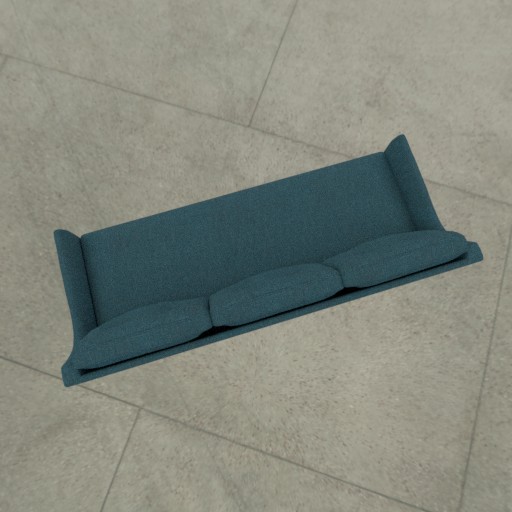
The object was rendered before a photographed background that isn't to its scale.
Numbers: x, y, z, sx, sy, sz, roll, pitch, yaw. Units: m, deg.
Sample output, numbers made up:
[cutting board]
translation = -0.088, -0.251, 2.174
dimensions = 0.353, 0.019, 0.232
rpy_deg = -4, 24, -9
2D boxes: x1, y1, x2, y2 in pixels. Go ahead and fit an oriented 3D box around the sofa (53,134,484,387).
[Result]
[sofa]
translation = 0.000, 0.000, 2.465
dimensions = 2.060, 0.837, 0.849
rpy_deg = -16, 75, -5
